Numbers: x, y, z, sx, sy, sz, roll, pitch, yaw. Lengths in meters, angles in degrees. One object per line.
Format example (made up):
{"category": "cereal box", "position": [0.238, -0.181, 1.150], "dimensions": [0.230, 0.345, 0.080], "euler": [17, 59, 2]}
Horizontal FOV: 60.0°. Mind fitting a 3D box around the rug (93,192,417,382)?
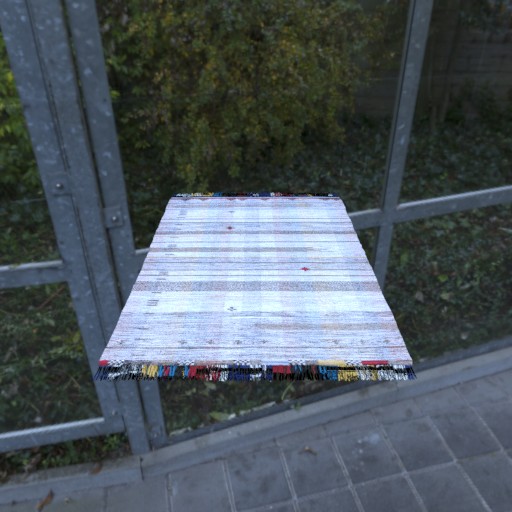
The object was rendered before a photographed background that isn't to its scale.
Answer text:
{"category": "rug", "position": [0.000, 0.000, 2.420], "dimensions": [1.217, 0.012, 1.848], "euler": [0, 30, 0]}
